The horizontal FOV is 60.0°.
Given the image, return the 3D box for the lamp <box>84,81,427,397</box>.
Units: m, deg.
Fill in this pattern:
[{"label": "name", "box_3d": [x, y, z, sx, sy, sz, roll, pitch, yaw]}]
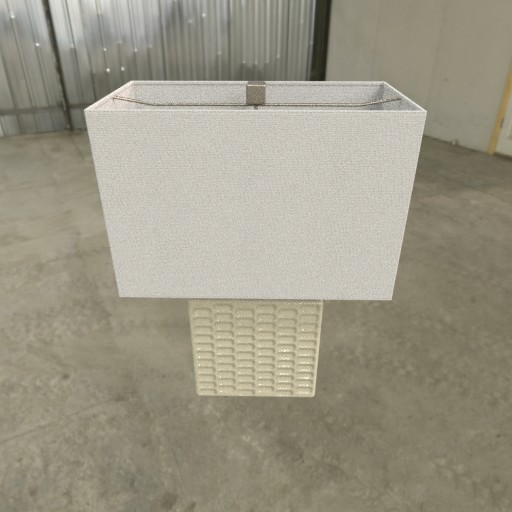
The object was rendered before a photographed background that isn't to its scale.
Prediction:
[{"label": "lamp", "box_3d": [0.000, 0.000, 0.698, 0.380, 0.515, 0.200, 1, 30, 1]}]
